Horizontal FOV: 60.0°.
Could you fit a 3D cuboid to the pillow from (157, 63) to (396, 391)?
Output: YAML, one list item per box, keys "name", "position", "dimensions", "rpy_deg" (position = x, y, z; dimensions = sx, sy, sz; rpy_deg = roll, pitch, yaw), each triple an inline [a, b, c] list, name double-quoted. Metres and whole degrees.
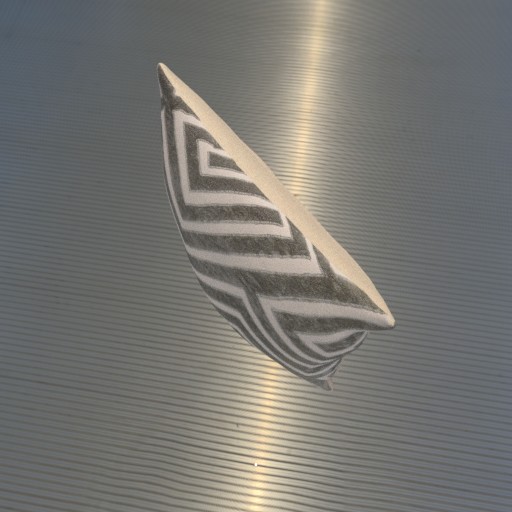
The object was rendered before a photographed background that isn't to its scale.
- name: "pillow"
  position: [0.000, 0.000, 0.687]
  dimensions: [0.182, 0.441, 0.440]
  rpy_deg: [-34, 69, -15]
